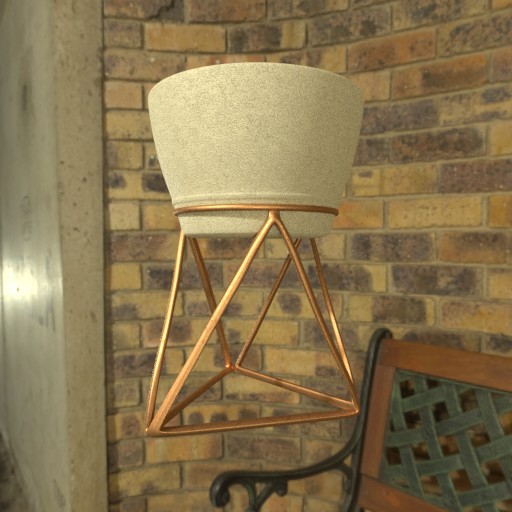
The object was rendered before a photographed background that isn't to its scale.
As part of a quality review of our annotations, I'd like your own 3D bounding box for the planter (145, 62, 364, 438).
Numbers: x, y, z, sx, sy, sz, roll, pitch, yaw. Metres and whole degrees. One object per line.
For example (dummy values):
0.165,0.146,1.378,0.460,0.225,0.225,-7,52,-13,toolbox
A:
0.000,0.000,0.744,0.350,0.504,0.350,0,2,17,planter
